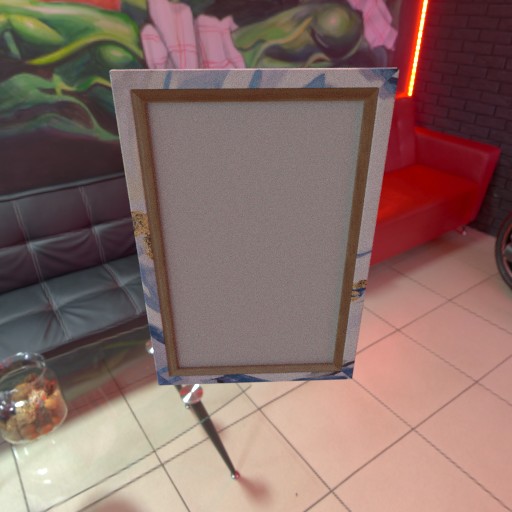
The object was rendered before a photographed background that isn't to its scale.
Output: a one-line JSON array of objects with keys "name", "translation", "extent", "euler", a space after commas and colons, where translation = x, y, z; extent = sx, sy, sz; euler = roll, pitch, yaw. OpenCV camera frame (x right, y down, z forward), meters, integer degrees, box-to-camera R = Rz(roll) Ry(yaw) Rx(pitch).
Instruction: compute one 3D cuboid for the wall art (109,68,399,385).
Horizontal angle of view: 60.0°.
[{"name": "wall art", "translation": [0.000, 0.000, 1.165], "extent": [0.610, 0.914, 0.016], "euler": [-1, 31, -2]}]
